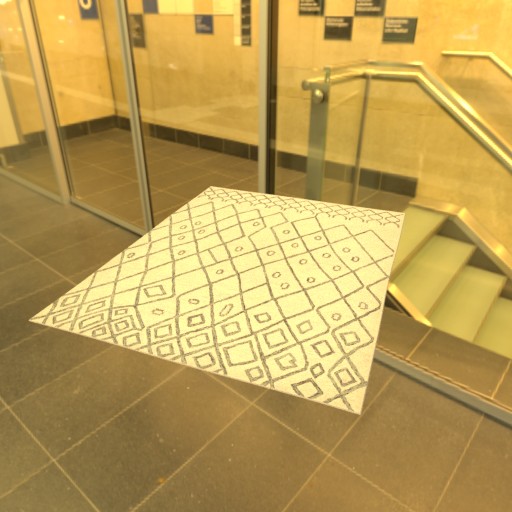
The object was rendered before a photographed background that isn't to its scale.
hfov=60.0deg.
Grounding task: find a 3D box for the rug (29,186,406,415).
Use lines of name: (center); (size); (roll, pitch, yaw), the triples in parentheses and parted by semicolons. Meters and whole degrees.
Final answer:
rug: (0.000, 0.000, 4.142); (2.446, 0.015, 3.046); (11, 31, 18)
